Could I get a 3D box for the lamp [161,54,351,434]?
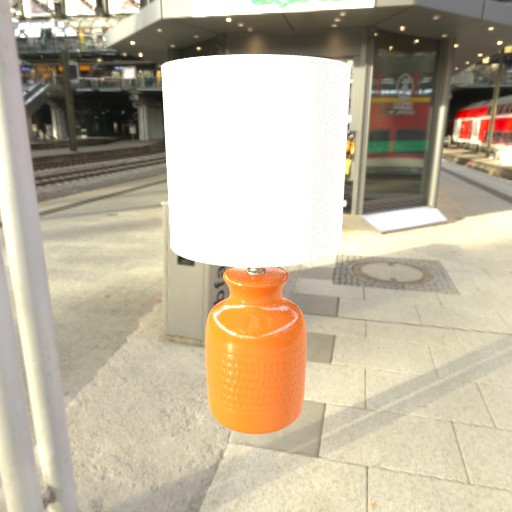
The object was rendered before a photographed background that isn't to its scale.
[{"bbox_3d":[0.000,0.000,1.114,0.418,0.871,0.418,3,16,11],"label":"lamp"}]
